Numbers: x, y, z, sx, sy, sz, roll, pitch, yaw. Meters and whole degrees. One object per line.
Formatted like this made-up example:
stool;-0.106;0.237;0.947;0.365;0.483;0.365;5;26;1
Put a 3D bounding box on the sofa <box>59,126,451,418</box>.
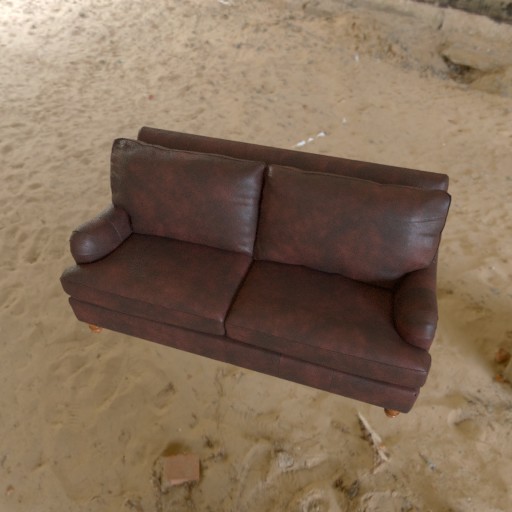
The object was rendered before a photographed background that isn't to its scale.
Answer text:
sofa;0.000;0.000;2.751;2.144;1.071;1.147;12;43;13
